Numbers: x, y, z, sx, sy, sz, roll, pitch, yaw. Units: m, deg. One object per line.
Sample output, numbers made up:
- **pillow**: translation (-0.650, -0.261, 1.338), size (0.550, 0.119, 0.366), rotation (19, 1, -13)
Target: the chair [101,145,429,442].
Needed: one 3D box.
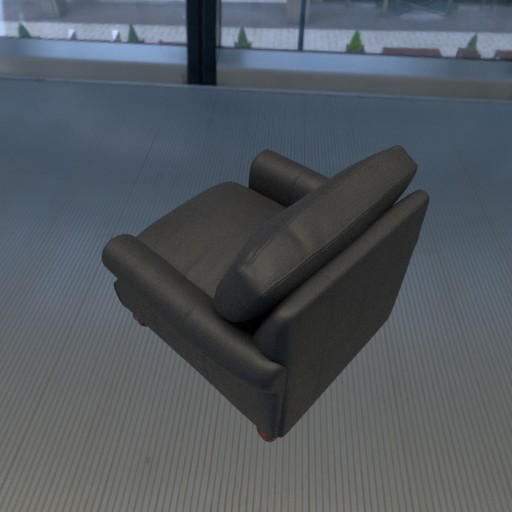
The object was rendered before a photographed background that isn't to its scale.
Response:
- **chair**: translation (0.000, 0.000, 1.805), size (1.015, 0.960, 1.027), rotation (-32, 54, -28)
